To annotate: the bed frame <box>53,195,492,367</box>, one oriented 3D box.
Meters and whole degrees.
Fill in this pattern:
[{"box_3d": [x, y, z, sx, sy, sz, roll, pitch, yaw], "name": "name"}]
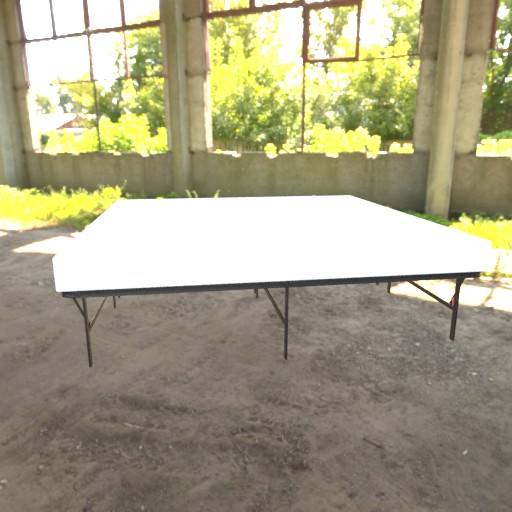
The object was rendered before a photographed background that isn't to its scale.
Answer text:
[{"box_3d": [0.000, 0.000, 2.998, 2.032, 0.559, 1.930, -2, 15, -9], "name": "bed frame"}]
